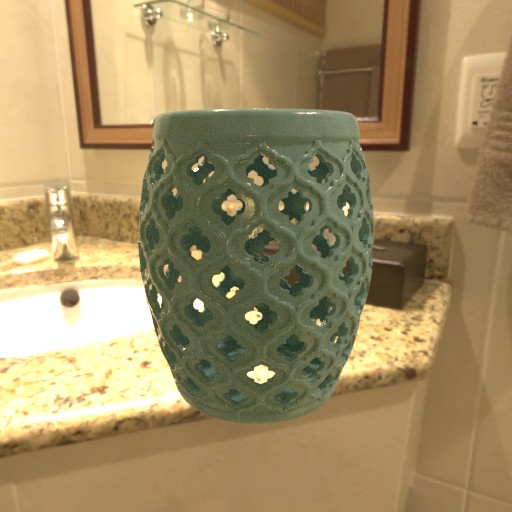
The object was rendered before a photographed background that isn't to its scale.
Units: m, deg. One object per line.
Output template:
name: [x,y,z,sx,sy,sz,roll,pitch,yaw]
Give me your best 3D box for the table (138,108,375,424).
table: [0.000,0.000,0.636,0.325,0.388,0.325,0,15,0]
